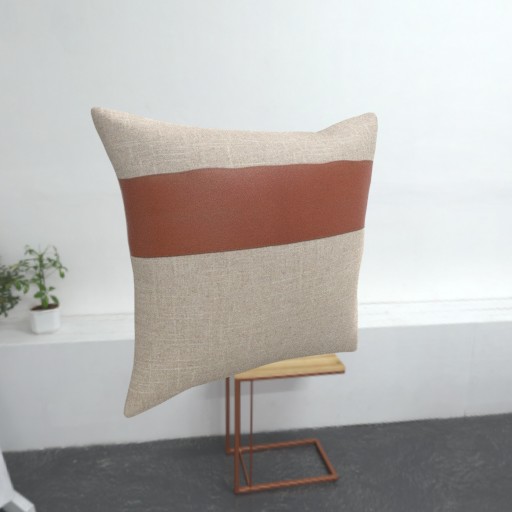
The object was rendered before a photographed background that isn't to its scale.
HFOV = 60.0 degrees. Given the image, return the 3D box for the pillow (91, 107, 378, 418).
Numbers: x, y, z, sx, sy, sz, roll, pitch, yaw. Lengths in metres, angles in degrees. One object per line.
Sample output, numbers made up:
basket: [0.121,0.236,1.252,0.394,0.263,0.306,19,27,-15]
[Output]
pillow: [0.000,0.000,0.636,0.414,0.399,0.173,-8,18,-27]
